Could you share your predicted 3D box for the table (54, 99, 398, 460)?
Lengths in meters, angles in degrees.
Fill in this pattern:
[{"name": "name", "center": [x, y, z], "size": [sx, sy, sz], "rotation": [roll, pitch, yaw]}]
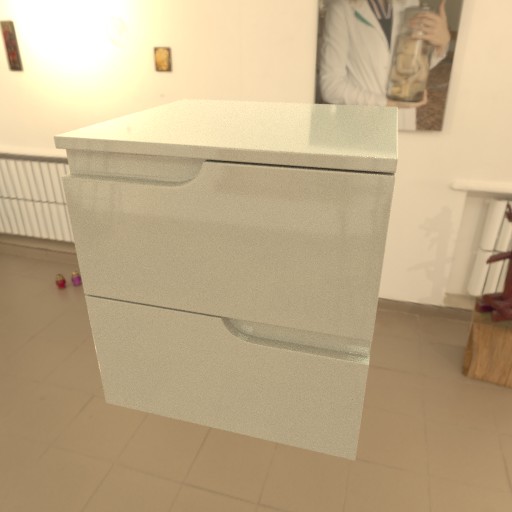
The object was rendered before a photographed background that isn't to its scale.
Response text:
[{"name": "table", "center": [0.000, 0.000, 0.786], "size": [0.420, 0.470, 0.400], "rotation": [7, 27, 14]}]
